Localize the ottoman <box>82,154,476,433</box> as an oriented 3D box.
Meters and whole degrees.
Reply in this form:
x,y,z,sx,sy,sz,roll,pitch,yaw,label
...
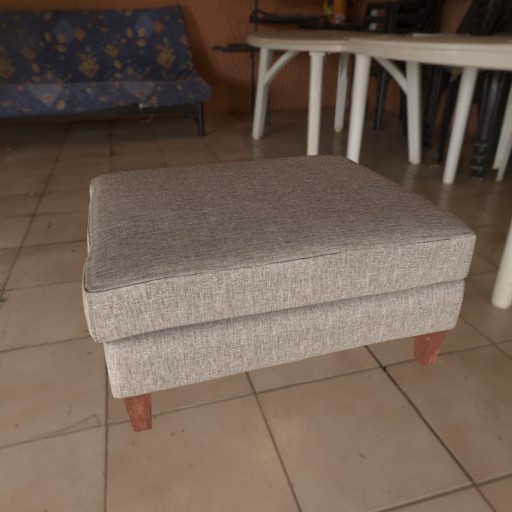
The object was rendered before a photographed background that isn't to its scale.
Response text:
x,y,z,sx,sy,sz,roll,pitch,yaw,label
0.000,0.000,1.450,0.994,0.492,0.839,-8,29,-15,ottoman
